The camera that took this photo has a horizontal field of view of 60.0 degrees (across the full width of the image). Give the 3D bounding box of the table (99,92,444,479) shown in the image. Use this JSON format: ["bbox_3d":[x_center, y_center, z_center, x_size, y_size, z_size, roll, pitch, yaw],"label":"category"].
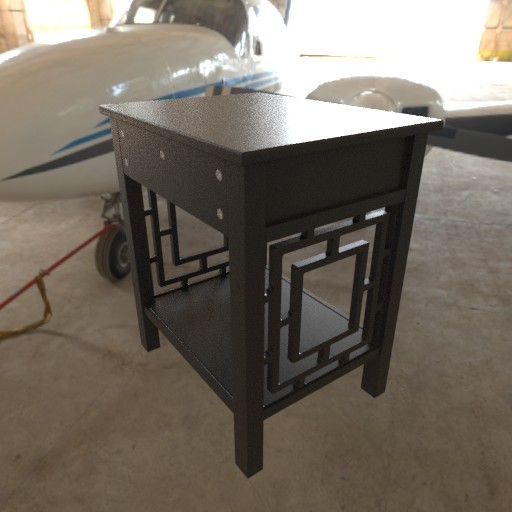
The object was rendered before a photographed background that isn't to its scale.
[{"bbox_3d":[0.000,0.000,1.031,0.451,0.646,0.564,-18,31,-32],"label":"table"}]
